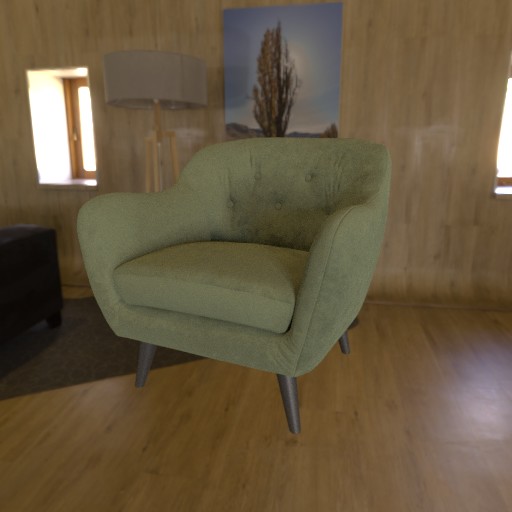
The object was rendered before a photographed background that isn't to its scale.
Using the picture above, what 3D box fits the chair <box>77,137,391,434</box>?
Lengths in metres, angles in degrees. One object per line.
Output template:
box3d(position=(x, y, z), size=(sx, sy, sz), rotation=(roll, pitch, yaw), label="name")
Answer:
box3d(position=(0.000, 0.000, 1.525), size=(0.840, 0.804, 0.819), rotation=(7, 15, 25), label="chair")
